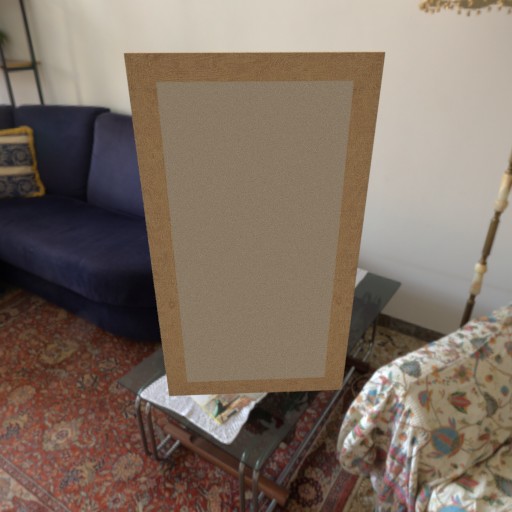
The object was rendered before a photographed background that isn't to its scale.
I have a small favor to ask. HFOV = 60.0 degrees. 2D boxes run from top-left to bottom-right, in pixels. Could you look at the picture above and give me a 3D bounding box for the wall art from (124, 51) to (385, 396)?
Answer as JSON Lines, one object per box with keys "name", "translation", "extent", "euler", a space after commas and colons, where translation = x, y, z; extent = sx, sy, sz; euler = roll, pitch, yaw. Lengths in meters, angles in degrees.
{"name": "wall art", "translation": [0.000, 0.000, 0.816], "extent": [0.381, 0.683, 0.013], "euler": [-1, 29, -3]}
